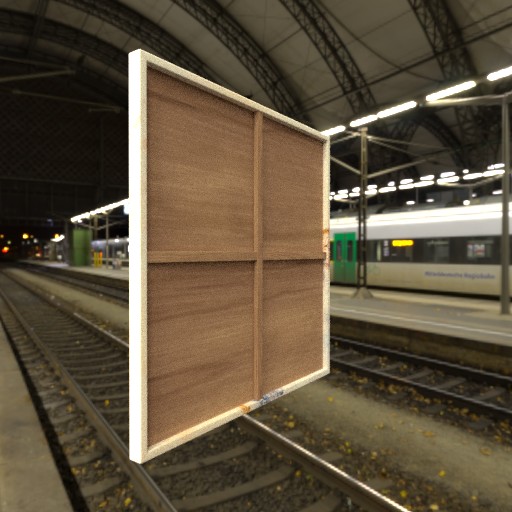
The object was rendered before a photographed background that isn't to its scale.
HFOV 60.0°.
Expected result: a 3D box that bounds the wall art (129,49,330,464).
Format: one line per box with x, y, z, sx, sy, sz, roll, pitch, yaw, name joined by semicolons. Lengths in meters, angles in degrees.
0.000;0.000;1.316;0.038;0.889;0.889;0;1;36;wall art
